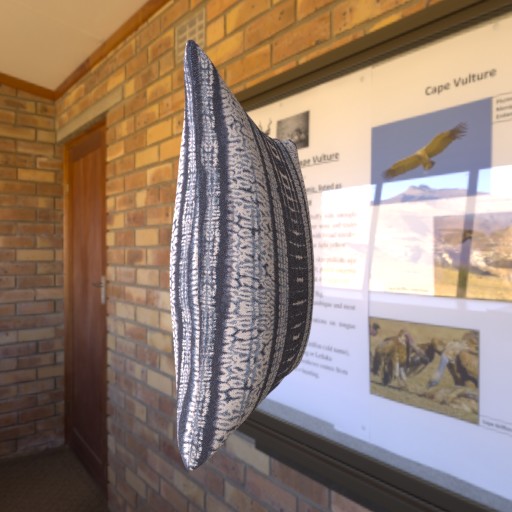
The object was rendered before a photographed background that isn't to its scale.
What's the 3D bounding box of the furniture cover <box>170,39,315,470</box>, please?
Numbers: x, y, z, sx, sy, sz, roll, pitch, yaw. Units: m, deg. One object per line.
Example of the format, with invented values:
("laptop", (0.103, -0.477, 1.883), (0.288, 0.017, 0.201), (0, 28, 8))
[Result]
("furniture cover", (0.000, 0.000, 0.642), (0.133, 0.435, 0.425), (0, 0, 18))
